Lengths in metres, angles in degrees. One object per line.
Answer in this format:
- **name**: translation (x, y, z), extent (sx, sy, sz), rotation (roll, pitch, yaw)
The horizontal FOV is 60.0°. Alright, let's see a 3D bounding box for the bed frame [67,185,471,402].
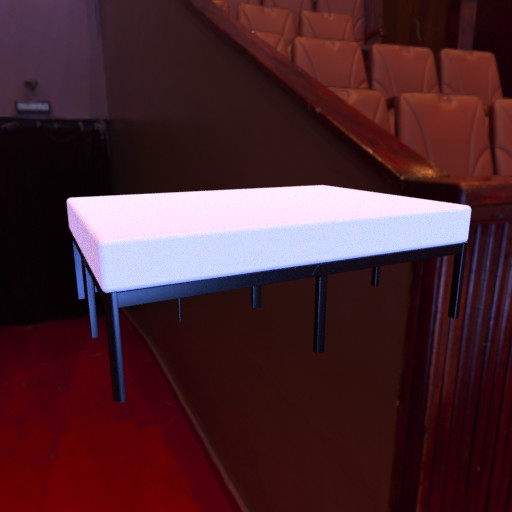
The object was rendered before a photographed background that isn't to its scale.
- **bed frame**: translation (0.000, 0.000, 2.675), extent (1.956, 0.659, 1.408), rotation (-7, 16, -26)
